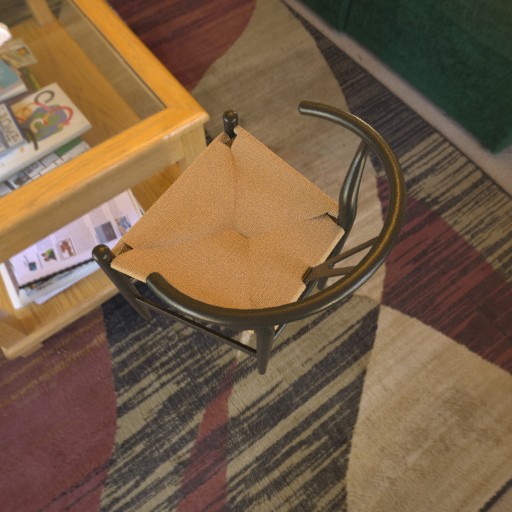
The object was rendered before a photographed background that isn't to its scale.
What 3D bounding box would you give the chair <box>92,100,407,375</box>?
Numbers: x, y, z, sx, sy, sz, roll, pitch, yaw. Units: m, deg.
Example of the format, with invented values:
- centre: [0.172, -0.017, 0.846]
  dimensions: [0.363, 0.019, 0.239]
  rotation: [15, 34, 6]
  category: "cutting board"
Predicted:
- centre: [0.000, 0.000, 1.168]
  dimensions: [0.570, 0.739, 0.570]
  rotation: [33, 69, 14]
  category: "chair"
